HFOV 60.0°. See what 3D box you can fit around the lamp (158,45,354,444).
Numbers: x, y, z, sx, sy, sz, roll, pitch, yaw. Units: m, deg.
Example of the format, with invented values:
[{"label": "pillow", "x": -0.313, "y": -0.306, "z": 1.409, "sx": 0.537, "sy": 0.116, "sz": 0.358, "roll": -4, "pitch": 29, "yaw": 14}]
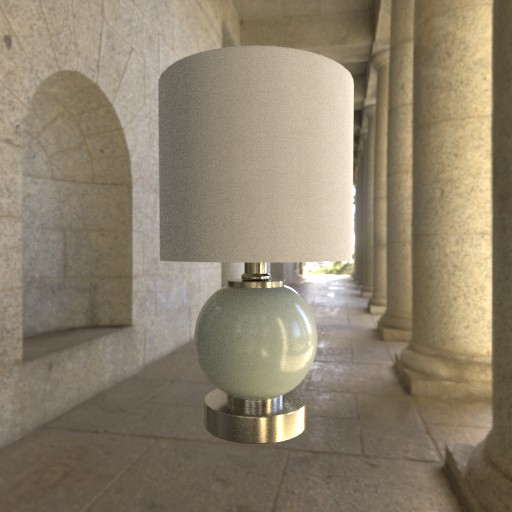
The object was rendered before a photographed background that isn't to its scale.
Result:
[{"label": "lamp", "x": 0.000, "y": 0.000, "z": 0.469, "sx": 0.201, "sy": 0.353, "sz": 0.201, "roll": 0, "pitch": 1, "yaw": -18}]
